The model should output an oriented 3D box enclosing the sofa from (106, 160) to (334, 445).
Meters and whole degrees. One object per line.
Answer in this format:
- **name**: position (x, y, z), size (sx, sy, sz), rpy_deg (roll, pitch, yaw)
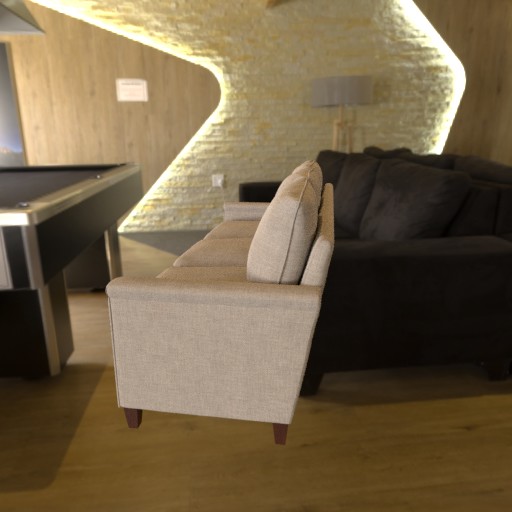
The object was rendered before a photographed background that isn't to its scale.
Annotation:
- **sofa**: position (0.000, 0.000, 2.478), size (0.828, 0.959, 1.925), rpy_deg (3, 16, 9)
